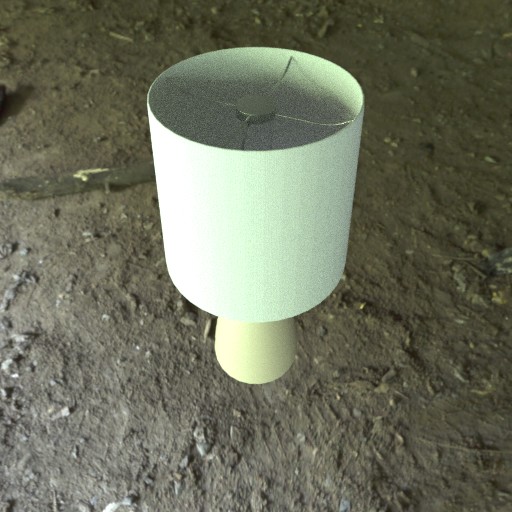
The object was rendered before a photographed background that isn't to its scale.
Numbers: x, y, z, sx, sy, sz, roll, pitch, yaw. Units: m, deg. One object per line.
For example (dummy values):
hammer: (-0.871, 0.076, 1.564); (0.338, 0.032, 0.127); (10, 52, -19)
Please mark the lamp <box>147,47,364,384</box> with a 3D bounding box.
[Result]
lamp: (0.000, 0.000, 0.473); (0.186, 0.369, 0.186); (0, 47, 0)
